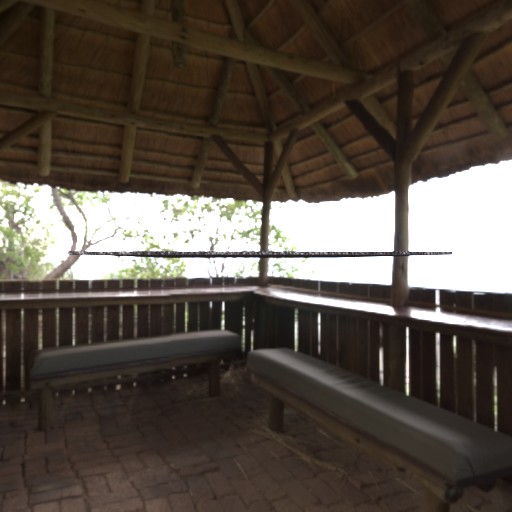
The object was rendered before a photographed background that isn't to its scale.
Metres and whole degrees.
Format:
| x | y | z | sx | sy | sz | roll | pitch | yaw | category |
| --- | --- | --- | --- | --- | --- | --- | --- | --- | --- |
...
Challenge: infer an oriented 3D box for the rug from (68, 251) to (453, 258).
| x | y | z | sx | sy | sz | roll | pitch | yaw | category |
| --- | --- | --- | --- | --- | --- | --- | --- | --- | --- |
| 0.000 | 0.000 | 2.250 | 1.186 | 0.012 | 1.814 | 0 | -1 | -1 | rug |
